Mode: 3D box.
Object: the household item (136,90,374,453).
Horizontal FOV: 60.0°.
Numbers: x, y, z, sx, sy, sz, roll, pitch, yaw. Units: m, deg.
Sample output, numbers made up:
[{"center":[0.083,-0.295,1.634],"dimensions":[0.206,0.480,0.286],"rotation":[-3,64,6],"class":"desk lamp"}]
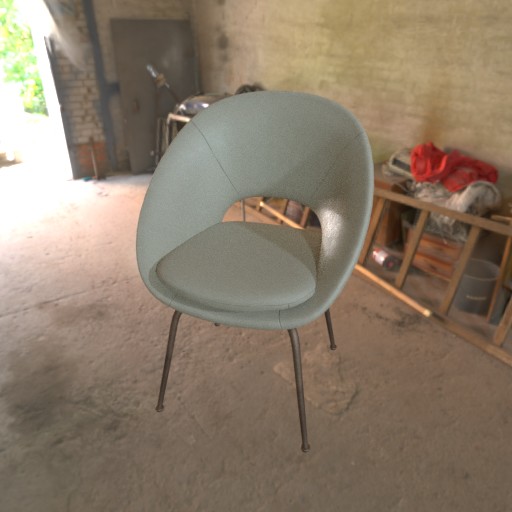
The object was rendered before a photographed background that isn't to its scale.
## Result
[{"center":[0.000,0.000,1.301],"dimensions":[0.623,0.852,0.573],"rotation":[9,29,16],"class":"household item"}]
